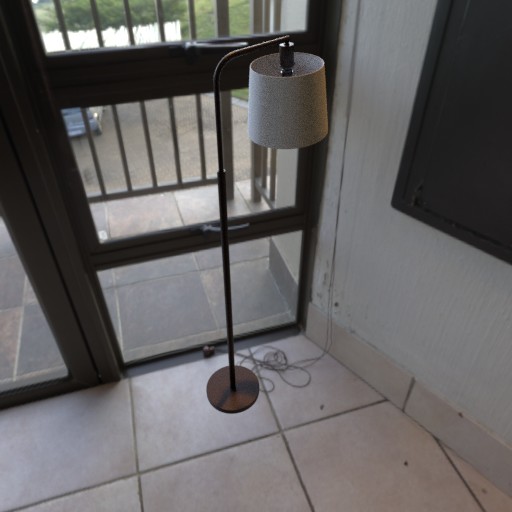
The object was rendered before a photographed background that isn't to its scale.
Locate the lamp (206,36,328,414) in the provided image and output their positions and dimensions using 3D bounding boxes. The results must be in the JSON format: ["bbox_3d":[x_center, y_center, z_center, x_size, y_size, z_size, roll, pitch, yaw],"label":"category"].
[{"bbox_3d":[0.000,0.000,1.655,0.508,1.478,0.254,-24,45,-27],"label":"lamp"}]
